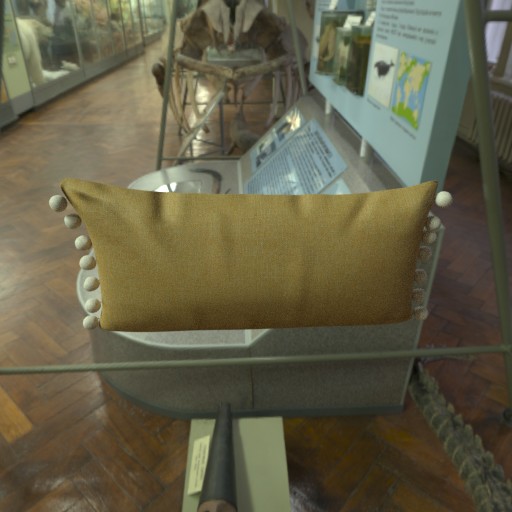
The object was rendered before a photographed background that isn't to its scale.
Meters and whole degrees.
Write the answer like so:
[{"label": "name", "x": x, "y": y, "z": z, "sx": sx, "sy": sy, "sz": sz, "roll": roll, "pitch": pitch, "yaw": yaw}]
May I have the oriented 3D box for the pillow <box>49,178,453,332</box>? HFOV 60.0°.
[{"label": "pillow", "x": 0.000, "y": 0.000, "z": 0.845, "sx": 0.709, "sy": 0.322, "sz": 0.201, "roll": -1, "pitch": 29, "yaw": -2}]
